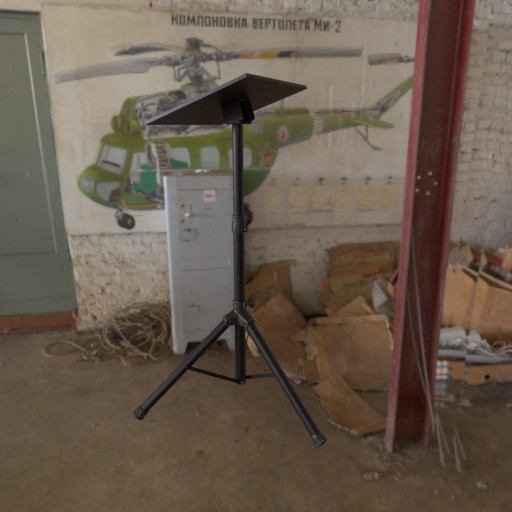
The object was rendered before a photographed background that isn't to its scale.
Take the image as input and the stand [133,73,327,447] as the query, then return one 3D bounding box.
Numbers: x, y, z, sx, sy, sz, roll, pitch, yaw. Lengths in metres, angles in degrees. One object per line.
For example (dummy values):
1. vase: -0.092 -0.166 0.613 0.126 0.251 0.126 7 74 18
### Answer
1. stand: 0.000 0.000 1.642 0.702 1.198 0.702 8 18 25
